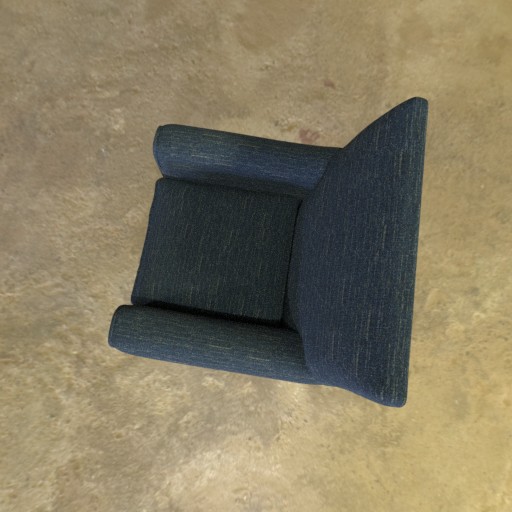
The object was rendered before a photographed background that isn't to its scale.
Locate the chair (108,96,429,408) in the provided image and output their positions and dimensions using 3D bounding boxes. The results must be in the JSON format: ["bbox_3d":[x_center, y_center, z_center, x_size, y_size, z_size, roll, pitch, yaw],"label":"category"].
[{"bbox_3d":[0.000,0.000,1.628,0.873,0.928,0.864,9,76,2],"label":"chair"}]
